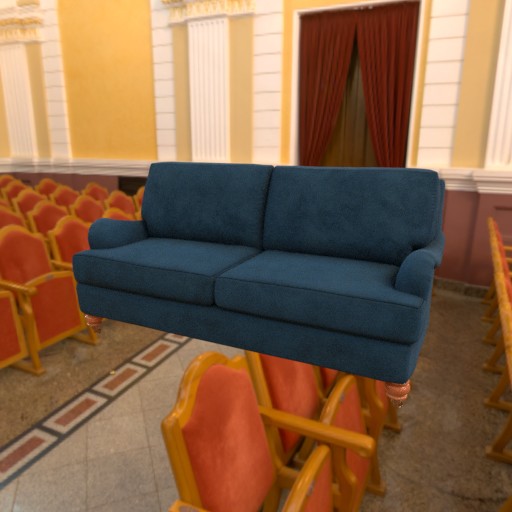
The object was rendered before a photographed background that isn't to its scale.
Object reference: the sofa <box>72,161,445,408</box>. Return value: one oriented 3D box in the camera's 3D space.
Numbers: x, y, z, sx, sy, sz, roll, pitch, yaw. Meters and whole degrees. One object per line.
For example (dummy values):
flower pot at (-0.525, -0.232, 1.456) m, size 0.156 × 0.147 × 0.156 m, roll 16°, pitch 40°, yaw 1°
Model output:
sofa at (0.000, 0.000, 2.784) m, size 2.141 × 1.101 × 1.084 m, roll 7°, pitch 17°, yaw 25°
